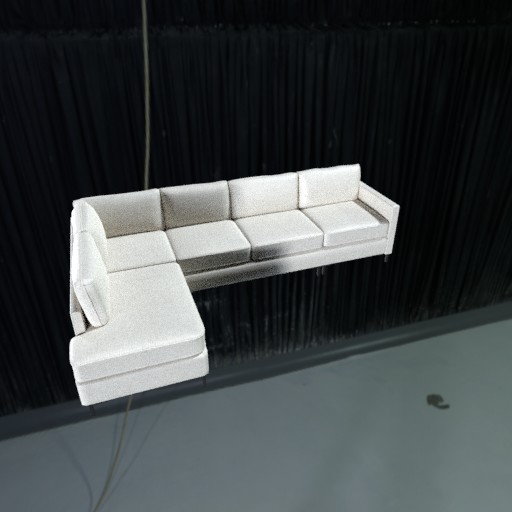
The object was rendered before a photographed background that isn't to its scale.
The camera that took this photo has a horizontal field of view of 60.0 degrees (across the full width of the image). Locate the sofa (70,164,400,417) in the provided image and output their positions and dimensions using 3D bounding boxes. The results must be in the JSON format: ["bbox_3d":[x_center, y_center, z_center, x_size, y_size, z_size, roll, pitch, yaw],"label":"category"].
[{"bbox_3d":[0.000,0.000,4.303,3.384,0.996,2.048,-10,32,-17],"label":"sofa"}]
